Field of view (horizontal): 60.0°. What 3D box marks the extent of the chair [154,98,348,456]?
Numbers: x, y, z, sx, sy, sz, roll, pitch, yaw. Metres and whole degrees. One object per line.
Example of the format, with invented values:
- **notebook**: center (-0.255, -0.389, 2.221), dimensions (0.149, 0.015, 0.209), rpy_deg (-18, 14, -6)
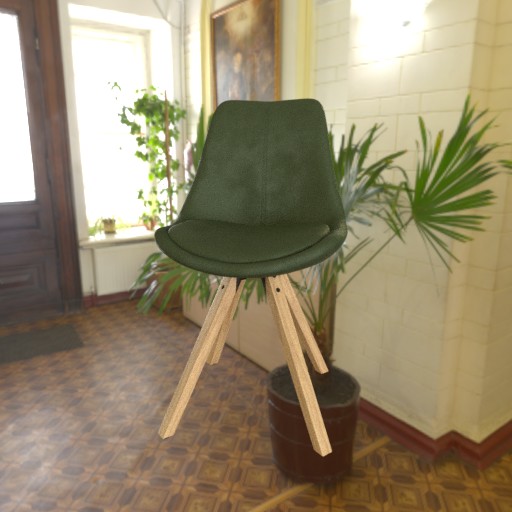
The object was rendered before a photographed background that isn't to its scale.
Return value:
- **chair**: center (0.000, 0.000, 1.207), dimensions (0.483, 0.865, 0.547), rpy_deg (2, 13, 9)
